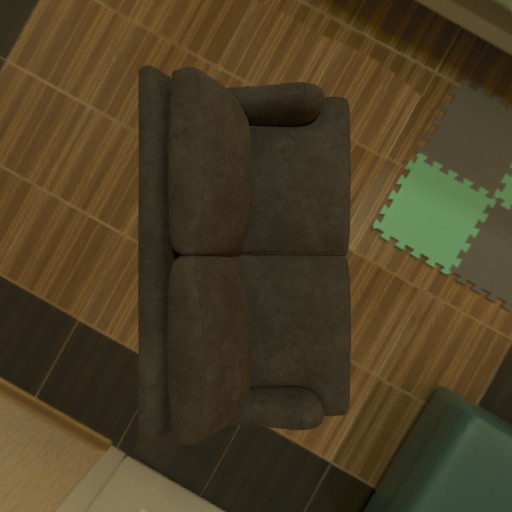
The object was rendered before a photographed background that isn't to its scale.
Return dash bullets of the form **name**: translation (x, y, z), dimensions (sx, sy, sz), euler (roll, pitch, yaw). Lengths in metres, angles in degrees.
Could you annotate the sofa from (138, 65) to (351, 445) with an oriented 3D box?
- **sofa**: translation (0.000, 0.000, 2.507), dimensions (1.084, 1.101, 1.853), euler (0, 90, 2)
